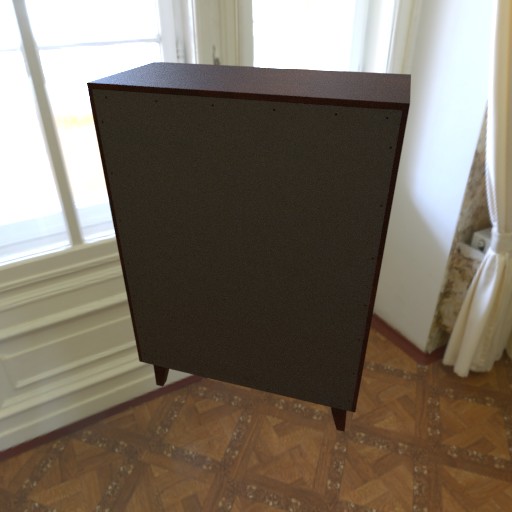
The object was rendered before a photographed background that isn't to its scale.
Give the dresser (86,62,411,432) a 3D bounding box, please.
[{"bbox_3d":[0.000,0.000,2.001,1.072,1.514,0.506,9,33,14],"label":"dresser"}]
